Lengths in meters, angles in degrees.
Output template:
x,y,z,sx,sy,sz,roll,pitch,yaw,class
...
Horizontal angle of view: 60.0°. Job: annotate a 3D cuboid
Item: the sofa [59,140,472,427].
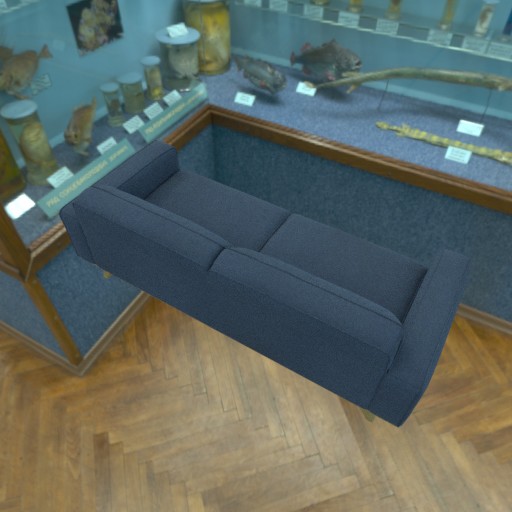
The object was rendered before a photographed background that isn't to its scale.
x,y,z,sx,sy,sz,roll,pitch,yaw,class
0.000,0.000,2.682,2.270,0.782,0.953,24,52,21,sofa
